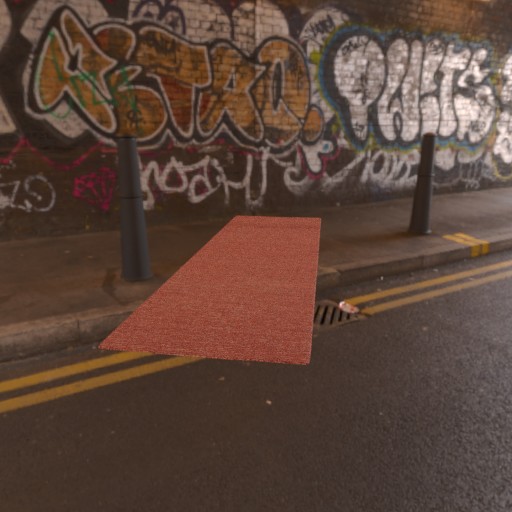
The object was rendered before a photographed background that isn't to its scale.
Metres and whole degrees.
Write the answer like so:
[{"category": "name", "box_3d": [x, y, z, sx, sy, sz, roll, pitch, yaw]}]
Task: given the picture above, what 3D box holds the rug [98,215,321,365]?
[{"category": "rug", "box_3d": [0.000, 0.000, 2.480, 0.687, 0.012, 2.307, 2, 16, 9]}]
